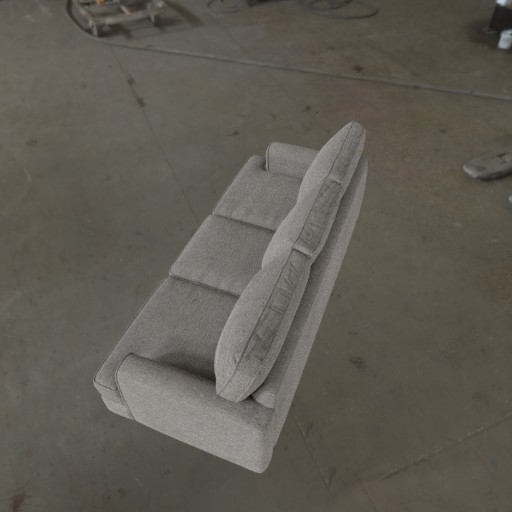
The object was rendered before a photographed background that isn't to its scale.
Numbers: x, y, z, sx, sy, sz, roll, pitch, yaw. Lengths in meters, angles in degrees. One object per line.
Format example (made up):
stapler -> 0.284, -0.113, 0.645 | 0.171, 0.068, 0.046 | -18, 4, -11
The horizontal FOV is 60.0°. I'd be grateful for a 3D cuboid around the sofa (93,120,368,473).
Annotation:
sofa -> 0.000, 0.000, 2.740 | 0.951, 0.965, 2.158 | 16, 48, 15
